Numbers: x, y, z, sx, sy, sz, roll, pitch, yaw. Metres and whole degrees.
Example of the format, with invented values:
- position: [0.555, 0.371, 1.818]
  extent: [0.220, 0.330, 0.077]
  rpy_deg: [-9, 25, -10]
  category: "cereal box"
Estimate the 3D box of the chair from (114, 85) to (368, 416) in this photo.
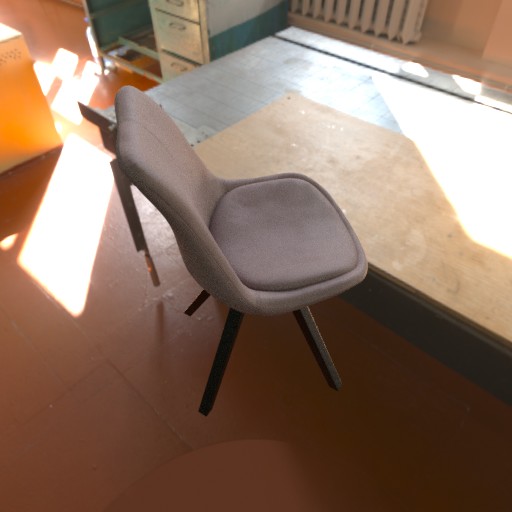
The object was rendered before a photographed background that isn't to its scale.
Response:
- position: [0.000, 0.000, 1.178]
  extent: [0.547, 0.865, 0.483]
  rpy_deg: [-10, 47, -9]
  category: "chair"
